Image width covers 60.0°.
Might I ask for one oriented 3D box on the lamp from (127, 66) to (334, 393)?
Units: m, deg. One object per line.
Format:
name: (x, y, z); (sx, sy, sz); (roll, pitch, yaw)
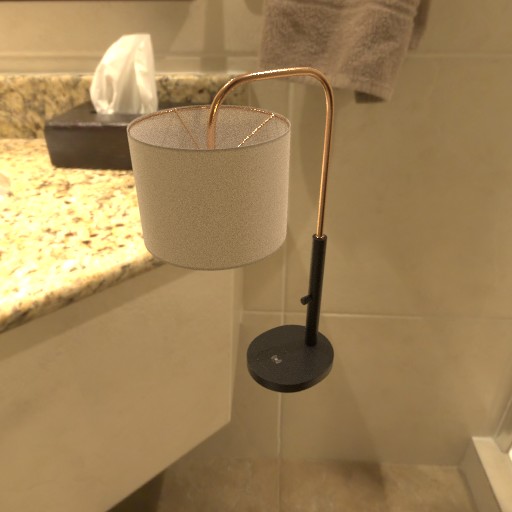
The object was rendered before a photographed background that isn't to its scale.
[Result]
lamp: (0.000, 0.000, 0.694); (0.337, 0.540, 0.199); (-20, 37, -29)
